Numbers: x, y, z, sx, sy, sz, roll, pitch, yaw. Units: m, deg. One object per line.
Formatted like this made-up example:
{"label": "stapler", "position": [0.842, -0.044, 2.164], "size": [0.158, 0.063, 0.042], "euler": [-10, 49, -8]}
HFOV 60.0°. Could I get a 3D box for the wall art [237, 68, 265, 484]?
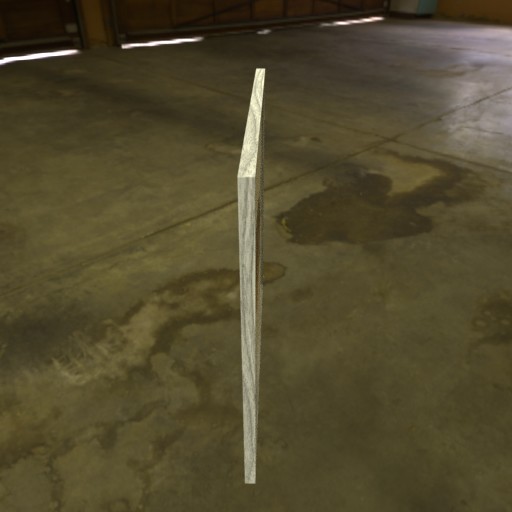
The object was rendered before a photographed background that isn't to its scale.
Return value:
{"label": "wall art", "position": [0.000, 0.000, 0.756], "size": [0.016, 0.507, 0.508], "euler": [1, 33, 2]}
